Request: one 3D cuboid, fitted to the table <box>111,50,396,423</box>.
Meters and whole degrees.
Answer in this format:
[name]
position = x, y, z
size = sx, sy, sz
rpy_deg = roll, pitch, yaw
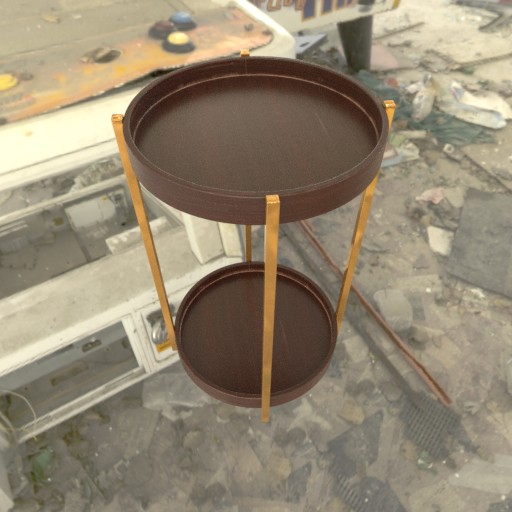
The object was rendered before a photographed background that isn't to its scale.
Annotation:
[table]
position = 0.000, 0.000, 0.848
size = 0.400, 0.610, 0.400
rpy_deg = -4, 48, -4
